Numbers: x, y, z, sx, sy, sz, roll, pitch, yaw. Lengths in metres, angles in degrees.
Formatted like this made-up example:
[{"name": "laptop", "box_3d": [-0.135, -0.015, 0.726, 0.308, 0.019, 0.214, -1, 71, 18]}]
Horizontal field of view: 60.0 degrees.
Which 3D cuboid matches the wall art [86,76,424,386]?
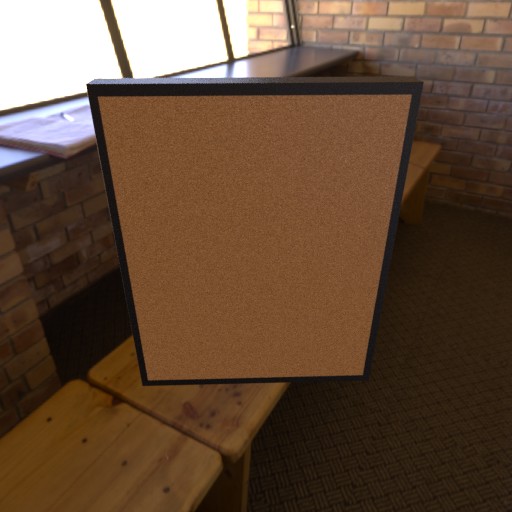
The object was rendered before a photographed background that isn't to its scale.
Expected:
[{"name": "wall art", "box_3d": [0.000, 0.000, 0.493, 0.294, 0.369, 0.030, -1, 31, -2]}]
